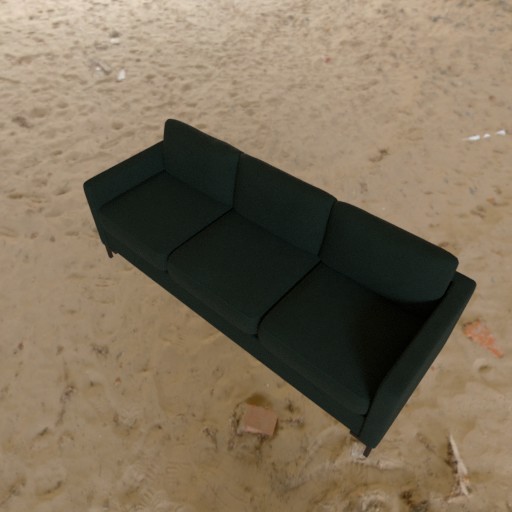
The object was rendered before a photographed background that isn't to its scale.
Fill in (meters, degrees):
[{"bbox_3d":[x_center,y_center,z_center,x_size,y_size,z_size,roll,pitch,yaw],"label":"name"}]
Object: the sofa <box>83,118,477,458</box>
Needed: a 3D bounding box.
[{"bbox_3d":[0.000,0.000,2.654,2.218,0.870,0.859,32,54,27],"label":"sofa"}]
